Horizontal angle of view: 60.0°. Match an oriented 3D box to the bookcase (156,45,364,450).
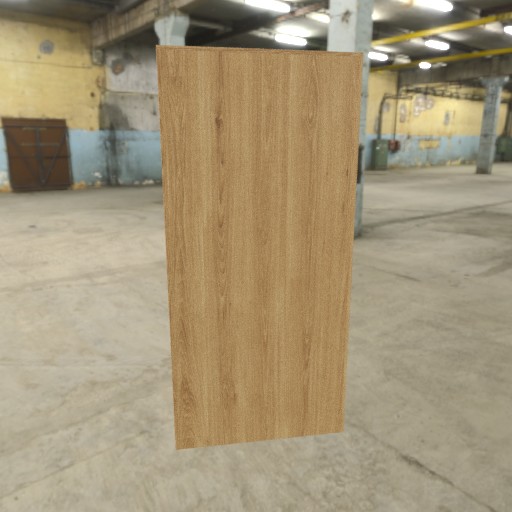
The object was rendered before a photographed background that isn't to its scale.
[{"bbox_3d":[0.000,0.000,2.435,0.950,2.020,0.420,-2,14,-9],"label":"bookcase"}]
